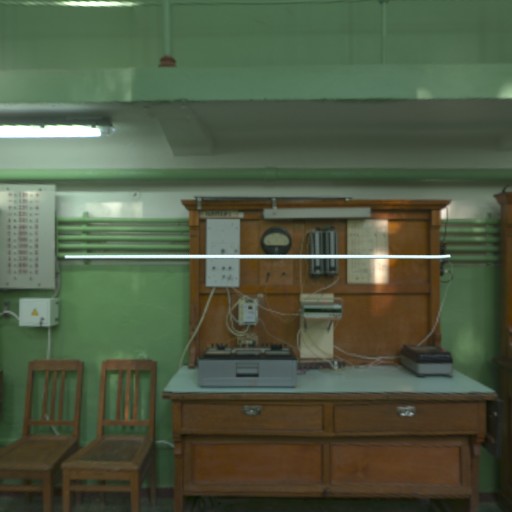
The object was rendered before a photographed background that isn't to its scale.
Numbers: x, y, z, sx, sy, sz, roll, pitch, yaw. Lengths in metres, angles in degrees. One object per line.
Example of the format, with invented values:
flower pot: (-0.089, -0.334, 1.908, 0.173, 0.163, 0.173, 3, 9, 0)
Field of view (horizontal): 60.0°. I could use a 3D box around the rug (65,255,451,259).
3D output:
rug: (0.000, 0.000, 2.867, 1.532, 0.017, 2.244, 0, 0, 0)
